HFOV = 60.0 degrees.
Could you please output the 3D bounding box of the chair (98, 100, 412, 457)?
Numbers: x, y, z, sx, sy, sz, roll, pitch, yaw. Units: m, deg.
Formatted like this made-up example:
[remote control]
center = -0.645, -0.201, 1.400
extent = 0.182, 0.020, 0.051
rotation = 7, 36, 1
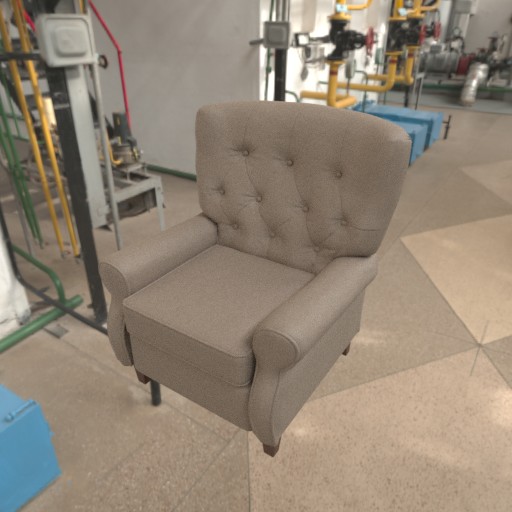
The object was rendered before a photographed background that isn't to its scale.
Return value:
[chair]
center = 0.000, 0.000, 1.890
extent = 0.999, 1.138, 1.041
rotation = 18, 33, 29
